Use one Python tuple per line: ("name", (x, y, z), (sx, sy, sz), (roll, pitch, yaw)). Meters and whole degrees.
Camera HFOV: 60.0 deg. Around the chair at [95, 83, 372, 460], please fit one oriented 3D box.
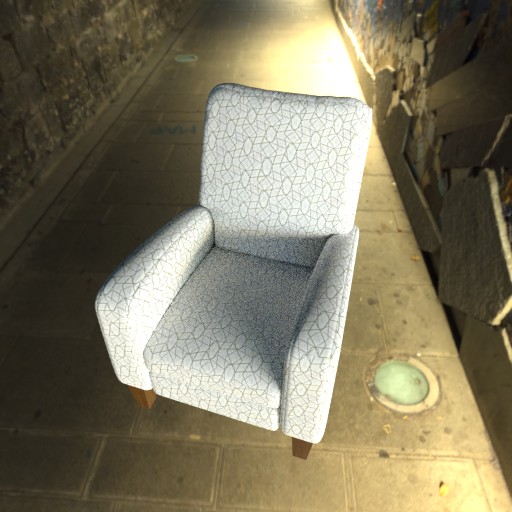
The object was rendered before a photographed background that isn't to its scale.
("chair", (0.000, 0.000, 1.727), (0.796, 1.064, 0.995), (12, 41, 14))
